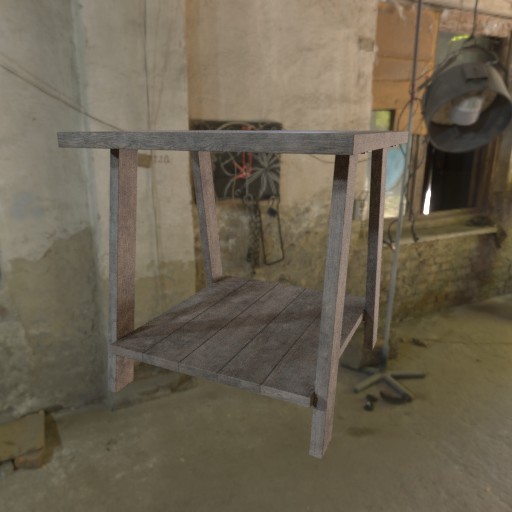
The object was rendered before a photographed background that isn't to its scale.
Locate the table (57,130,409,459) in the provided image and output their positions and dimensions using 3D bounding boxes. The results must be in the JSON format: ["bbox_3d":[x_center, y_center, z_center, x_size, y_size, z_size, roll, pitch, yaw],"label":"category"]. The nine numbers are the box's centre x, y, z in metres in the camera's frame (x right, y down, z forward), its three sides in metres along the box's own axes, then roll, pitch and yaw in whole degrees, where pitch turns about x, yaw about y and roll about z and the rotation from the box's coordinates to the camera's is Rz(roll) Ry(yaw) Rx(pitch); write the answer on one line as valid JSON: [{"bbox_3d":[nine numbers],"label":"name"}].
[{"bbox_3d":[0.000,0.000,1.126,0.610,0.610,0.610,8,18,24],"label":"table"}]
